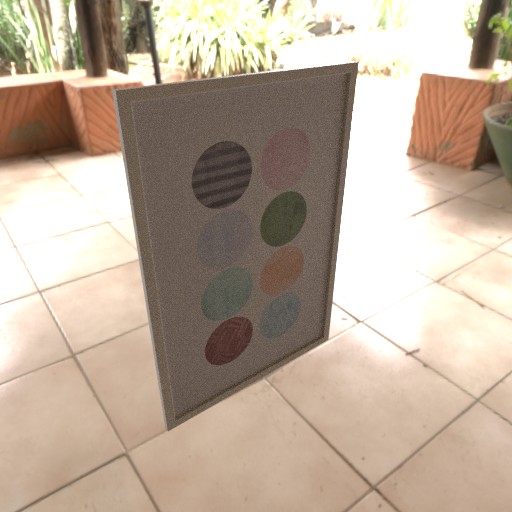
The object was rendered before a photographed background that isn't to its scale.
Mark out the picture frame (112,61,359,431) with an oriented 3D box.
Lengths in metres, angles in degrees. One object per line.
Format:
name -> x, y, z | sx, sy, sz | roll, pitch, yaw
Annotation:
picture frame -> 0.000, 0.000, 0.854 | 0.457, 0.657, 0.013 | -21, 37, -31
